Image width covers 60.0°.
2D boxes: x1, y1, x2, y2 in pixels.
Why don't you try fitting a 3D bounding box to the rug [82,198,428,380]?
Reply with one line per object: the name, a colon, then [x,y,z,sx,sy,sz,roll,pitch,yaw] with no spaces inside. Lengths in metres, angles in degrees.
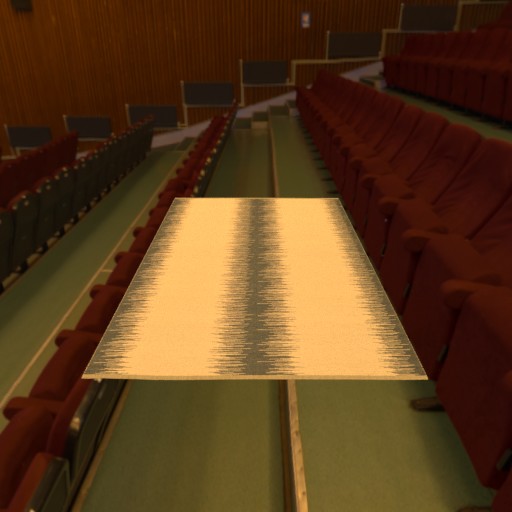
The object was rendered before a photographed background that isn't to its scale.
rug: [0.000,0.000,3.032,1.519,0.003,2.453,0,26,0]
